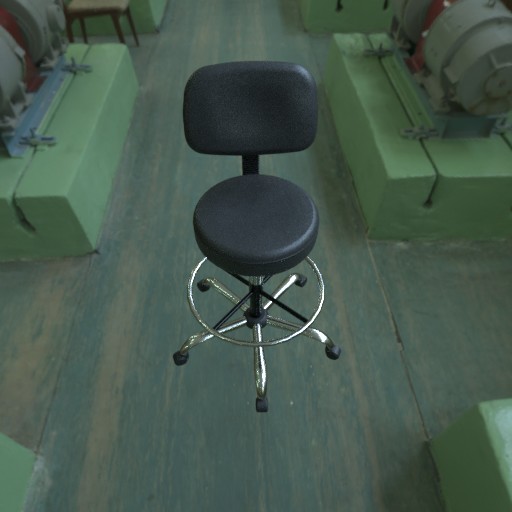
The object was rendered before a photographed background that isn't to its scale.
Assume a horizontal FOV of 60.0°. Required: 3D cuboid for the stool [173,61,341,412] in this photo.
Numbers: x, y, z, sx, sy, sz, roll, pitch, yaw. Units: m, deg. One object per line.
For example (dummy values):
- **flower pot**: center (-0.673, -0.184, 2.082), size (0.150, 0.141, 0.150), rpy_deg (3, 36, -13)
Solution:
- **stool**: center (0.000, 0.000, 1.506), size (0.694, 1.069, 0.658), rpy_deg (-3, 48, -3)
